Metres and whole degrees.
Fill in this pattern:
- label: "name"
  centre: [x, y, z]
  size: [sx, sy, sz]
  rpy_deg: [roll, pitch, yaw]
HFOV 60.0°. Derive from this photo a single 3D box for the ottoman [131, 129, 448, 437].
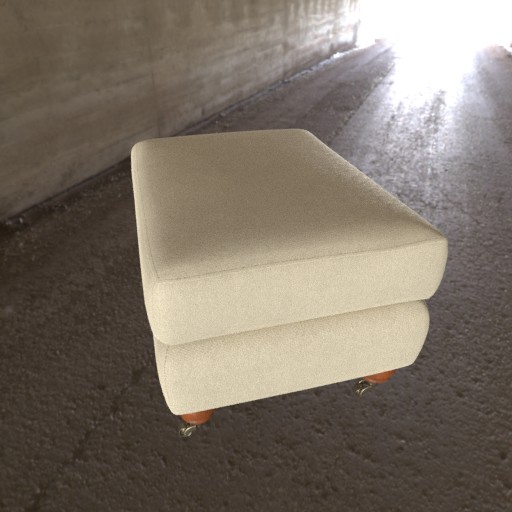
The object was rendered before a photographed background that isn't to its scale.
- label: "ottoman"
  centre: [0.000, 0.000, 1.156]
  size: [0.569, 0.499, 0.773]
  rpy_deg: [-8, 32, -13]
